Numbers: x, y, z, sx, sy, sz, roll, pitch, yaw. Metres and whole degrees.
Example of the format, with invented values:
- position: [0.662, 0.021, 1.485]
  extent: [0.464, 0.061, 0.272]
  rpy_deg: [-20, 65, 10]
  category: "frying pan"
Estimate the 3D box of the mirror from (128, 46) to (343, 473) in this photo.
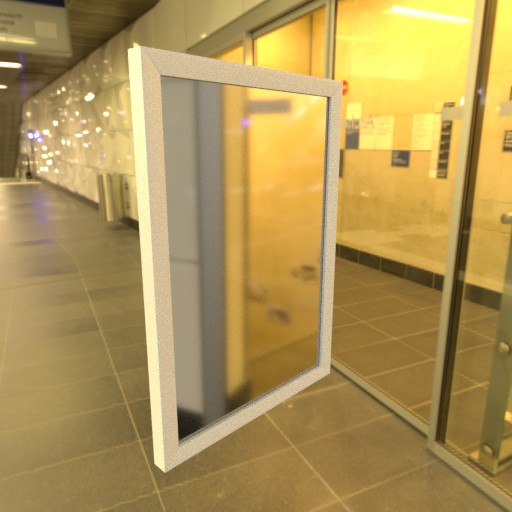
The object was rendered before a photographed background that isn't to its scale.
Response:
- position: [0.000, 0.000, 0.902]
  extent: [0.040, 0.710, 0.507]
  rpy_deg: [13, 19, 43]
  category: "mirror"
